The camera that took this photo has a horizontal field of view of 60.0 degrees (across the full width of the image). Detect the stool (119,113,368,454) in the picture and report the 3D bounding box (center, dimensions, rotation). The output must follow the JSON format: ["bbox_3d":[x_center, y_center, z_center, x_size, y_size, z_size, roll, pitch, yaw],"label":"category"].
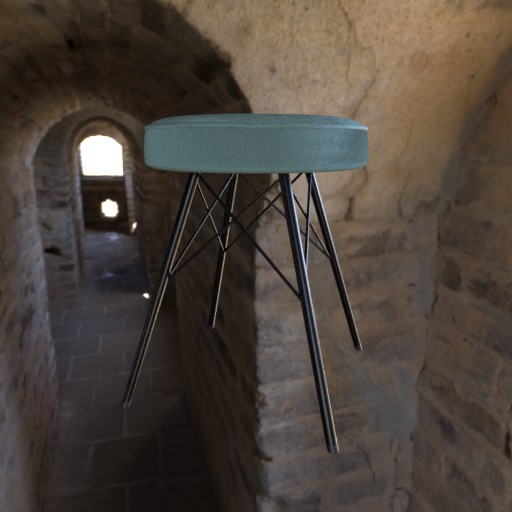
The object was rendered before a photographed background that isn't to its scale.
[{"bbox_3d":[0.000,0.000,0.879,0.458,0.519,0.457,7,16,26],"label":"stool"}]
